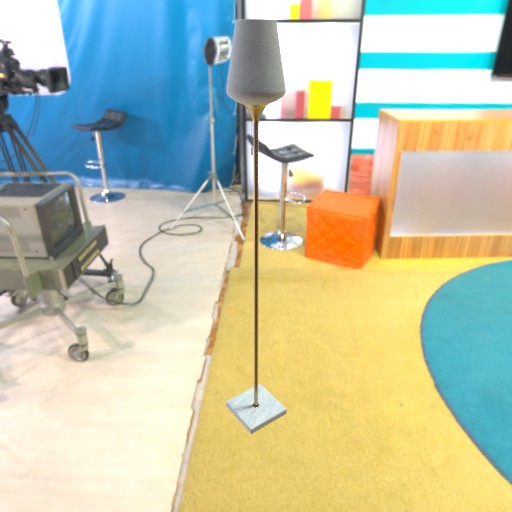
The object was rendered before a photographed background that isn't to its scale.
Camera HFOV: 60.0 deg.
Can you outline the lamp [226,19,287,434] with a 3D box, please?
[{"bbox_3d":[0.000,0.000,1.927,0.229,1.813,0.232,-18,32,-32],"label":"lamp"}]
